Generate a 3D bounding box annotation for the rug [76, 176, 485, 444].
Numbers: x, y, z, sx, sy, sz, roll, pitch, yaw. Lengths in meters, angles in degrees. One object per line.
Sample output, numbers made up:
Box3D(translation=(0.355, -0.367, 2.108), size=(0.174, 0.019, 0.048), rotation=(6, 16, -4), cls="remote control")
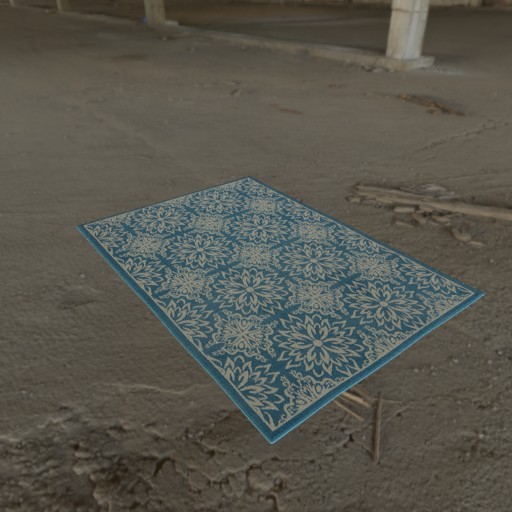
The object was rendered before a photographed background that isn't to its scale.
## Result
Box3D(translation=(0.000, 0.000, 2.827), size=(1.554, 0.012, 2.205), rotation=(-22, 38, -31), cls="rug")
